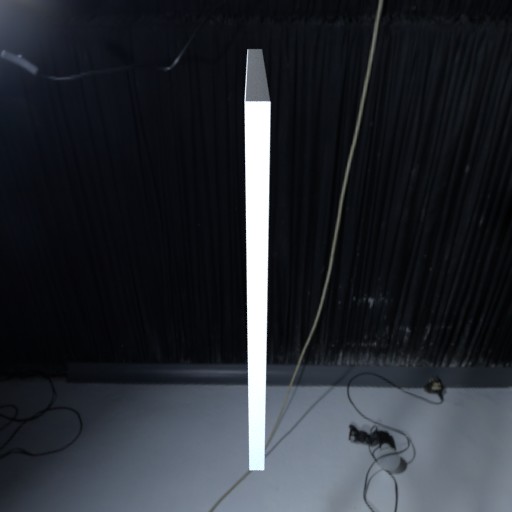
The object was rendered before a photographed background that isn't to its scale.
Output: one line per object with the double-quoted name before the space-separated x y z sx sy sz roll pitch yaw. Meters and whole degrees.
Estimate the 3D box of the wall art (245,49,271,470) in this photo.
"wall art" 0.000 0.000 1.158 0.039 0.915 0.612 0 32 0
